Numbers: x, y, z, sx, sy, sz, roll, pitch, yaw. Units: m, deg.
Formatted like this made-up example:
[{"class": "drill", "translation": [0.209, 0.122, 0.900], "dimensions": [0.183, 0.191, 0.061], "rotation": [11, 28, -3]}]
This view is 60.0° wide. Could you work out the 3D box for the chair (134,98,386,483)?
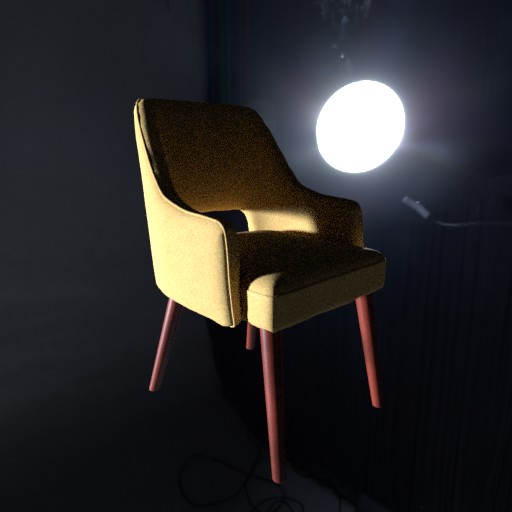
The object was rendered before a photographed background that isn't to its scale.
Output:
[{"class": "chair", "translation": [0.000, 0.000, 1.226], "dimensions": [0.548, 0.849, 0.605], "rotation": [-13, 19, -43]}]
